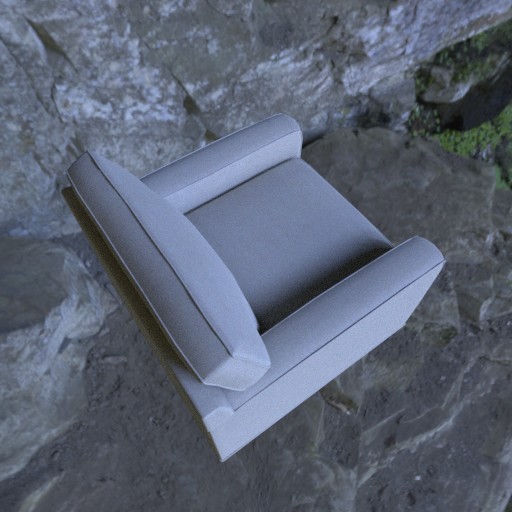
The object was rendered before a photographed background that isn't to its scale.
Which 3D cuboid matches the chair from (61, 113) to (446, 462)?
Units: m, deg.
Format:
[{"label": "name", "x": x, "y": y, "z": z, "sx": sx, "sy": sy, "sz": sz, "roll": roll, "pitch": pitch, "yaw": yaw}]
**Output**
[{"label": "chair", "x": 0.000, "y": 0.000, "z": 1.783, "sx": 1.043, "sy": 0.913, "sz": 0.998, "roll": -31, "pitch": 62, "yaw": -18}]
